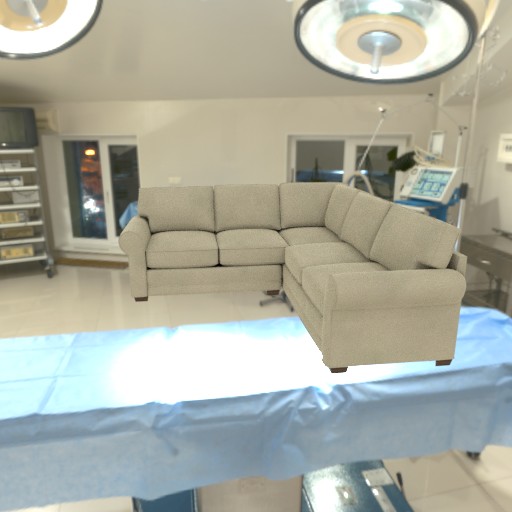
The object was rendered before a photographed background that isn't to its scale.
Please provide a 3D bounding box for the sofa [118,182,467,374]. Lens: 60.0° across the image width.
[{"bbox_3d":[0.000,0.000,3.947,2.487,1.053,2.562,-2,16,-8],"label":"sofa"}]
